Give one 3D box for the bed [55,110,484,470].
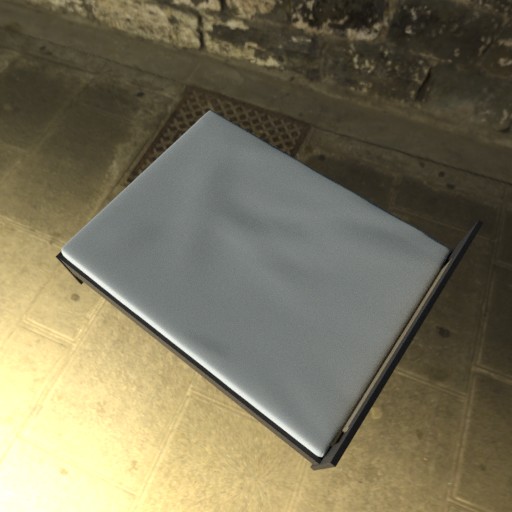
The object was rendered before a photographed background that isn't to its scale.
[{"bbox_3d":[0.000,0.000,2.898,2.073,0.823,1.585,34,68,16],"label":"bed"}]
